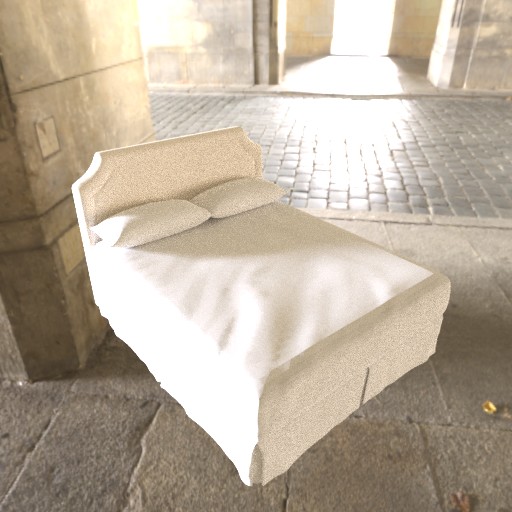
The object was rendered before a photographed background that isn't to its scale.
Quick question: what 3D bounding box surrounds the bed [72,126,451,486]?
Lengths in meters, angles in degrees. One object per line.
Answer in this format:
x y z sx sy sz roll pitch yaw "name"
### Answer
0.000 0.000 3.773 2.134 1.524 2.548 -22 36 -33 "bed"
